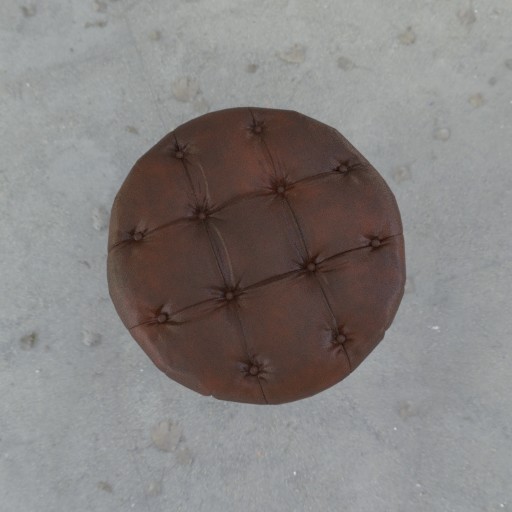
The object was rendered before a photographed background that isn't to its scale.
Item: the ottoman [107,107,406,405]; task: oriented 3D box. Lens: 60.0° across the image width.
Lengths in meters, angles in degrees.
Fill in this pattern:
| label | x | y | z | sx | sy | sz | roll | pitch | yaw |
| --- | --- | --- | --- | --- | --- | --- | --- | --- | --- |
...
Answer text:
| label | x | y | z | sx | sy | sz | roll | pitch | yaw |
| --- | --- | --- | --- | --- | --- | --- | --- | --- | --- |
| ottoman | 0.000 | 0.000 | 1.428 | 0.901 | 0.455 | 0.901 | 0 | 76 | 0 |
